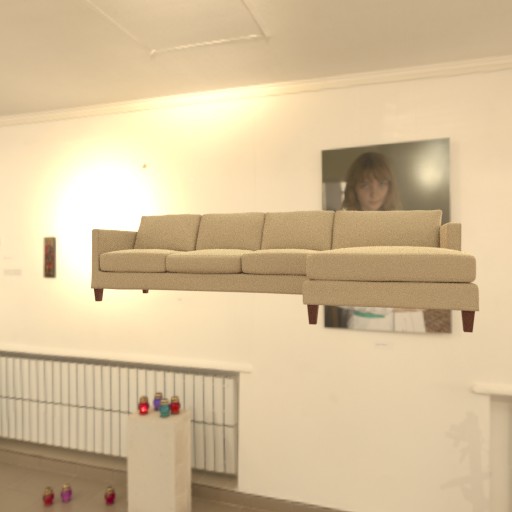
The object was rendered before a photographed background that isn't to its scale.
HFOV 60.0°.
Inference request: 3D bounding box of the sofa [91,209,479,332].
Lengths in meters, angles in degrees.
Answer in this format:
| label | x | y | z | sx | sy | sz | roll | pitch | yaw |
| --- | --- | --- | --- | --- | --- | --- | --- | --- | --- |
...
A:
| label | x | y | z | sx | sy | sz | roll | pitch | yaw |
| --- | --- | --- | --- | --- | --- | --- | --- | --- | --- |
| sofa | 0.000 | 0.000 | 3.769 | 3.186 | 0.861 | 1.625 | 0 | 1 | 18 |
